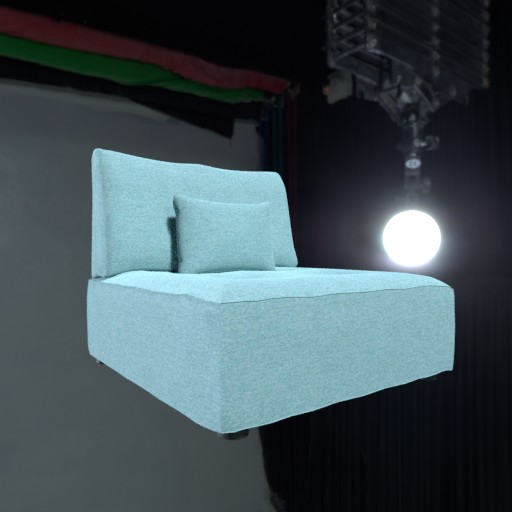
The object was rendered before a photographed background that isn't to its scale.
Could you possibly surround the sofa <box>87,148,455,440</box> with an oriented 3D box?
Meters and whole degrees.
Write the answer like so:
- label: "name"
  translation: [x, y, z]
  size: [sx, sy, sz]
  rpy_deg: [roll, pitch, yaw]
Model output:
- label: "sofa"
  translation: [0.000, 0.000, 1.615]
  size: [0.930, 0.820, 1.000]
  rpy_deg: [0, 1, -36]
